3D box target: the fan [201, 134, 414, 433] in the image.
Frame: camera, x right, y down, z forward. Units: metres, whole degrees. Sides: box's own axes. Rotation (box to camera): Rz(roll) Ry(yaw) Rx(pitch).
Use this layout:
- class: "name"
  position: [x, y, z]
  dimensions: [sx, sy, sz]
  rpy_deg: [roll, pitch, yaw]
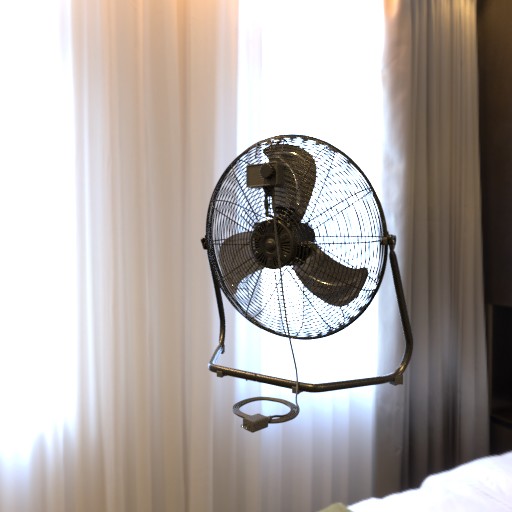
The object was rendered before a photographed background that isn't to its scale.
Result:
- class: "fan"
  position: [0.000, 0.000, 1.034]
  dimensions: [0.595, 0.605, 0.470]
  rpy_deg: [1, 1, 35]
